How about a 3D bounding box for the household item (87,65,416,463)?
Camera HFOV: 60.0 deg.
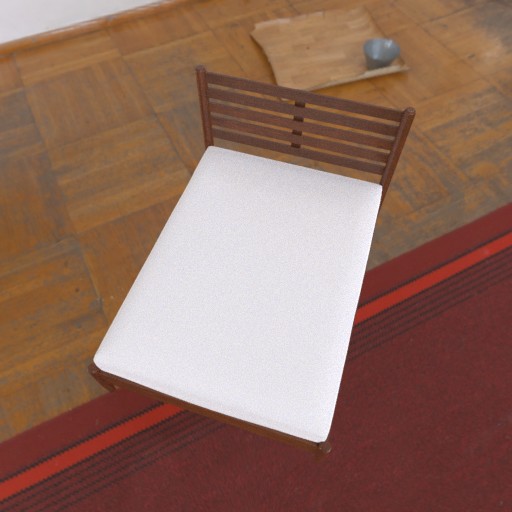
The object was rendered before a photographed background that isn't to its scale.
[{"bbox_3d":[0.000,0.000,3.237,1.663,1.356,2.232,15,58,10],"label":"household item"}]
